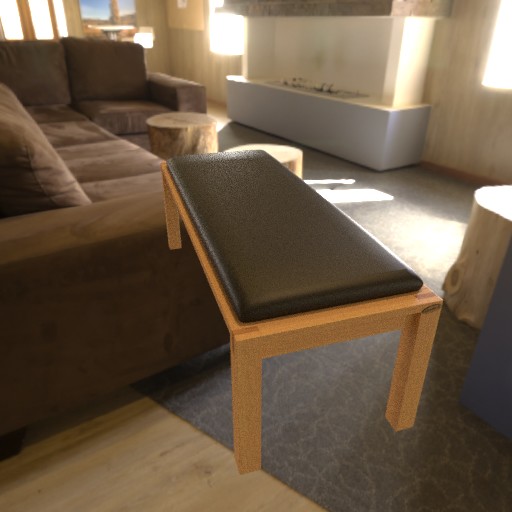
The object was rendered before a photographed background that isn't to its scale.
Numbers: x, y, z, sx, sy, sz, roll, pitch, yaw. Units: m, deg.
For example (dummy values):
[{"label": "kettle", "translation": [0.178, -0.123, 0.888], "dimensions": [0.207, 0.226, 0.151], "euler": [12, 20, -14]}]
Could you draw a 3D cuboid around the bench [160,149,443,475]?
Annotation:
[{"label": "bench", "translation": [0.000, 0.000, 1.453], "dimensions": [0.450, 0.430, 1.202], "euler": [-8, 29, -15]}]
